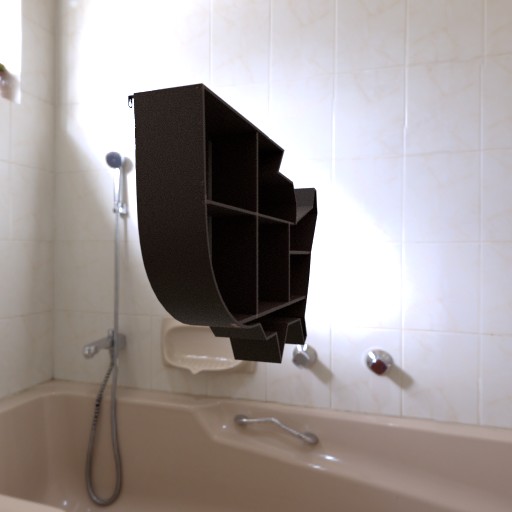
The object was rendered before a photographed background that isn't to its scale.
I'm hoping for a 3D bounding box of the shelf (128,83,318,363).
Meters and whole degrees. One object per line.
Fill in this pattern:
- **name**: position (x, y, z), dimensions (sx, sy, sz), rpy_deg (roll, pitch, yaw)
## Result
- **shelf**: position (0.000, 0.000, 0.920), dimensions (0.112, 0.439, 0.729), rpy_deg (0, 0, 19)
